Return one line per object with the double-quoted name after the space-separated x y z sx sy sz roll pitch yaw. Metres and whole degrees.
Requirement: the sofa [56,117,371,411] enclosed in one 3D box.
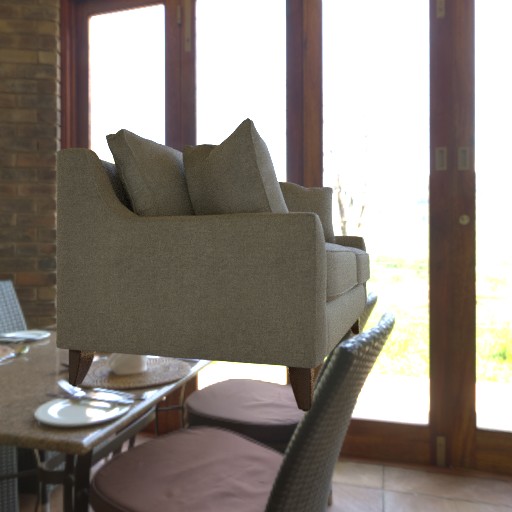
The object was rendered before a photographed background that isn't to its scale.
0.000 0.000 1.960 0.915 0.863 1.422 0 0 19 "sofa"
